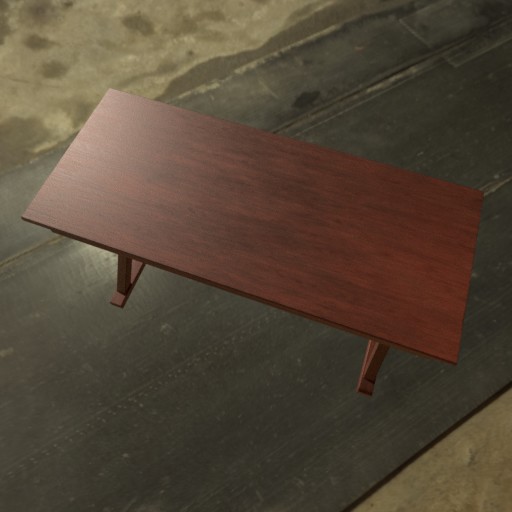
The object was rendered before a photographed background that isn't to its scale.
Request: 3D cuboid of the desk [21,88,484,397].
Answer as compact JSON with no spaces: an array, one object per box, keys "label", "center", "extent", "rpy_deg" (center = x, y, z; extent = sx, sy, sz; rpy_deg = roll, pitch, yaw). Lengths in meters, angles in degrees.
[{"label":"desk","center":[0.000,0.000,1.767],"extent":[1.372,0.761,0.600],"rpy_deg":[18,65,9]}]
